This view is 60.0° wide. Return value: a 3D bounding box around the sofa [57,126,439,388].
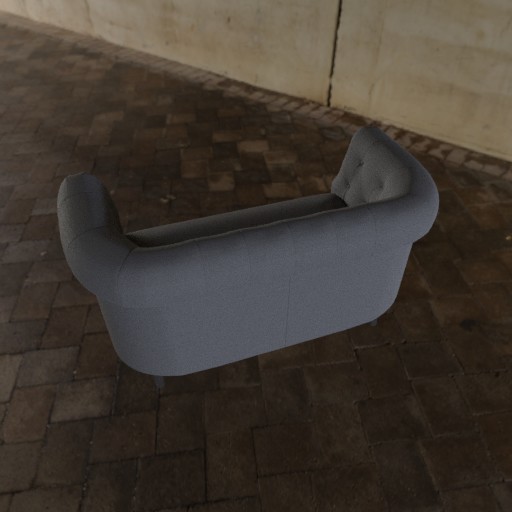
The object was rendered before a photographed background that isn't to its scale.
[{"bbox_3d":[0.000,0.000,2.053,1.558,0.827,0.835,-13,43,-14],"label":"sofa"}]
